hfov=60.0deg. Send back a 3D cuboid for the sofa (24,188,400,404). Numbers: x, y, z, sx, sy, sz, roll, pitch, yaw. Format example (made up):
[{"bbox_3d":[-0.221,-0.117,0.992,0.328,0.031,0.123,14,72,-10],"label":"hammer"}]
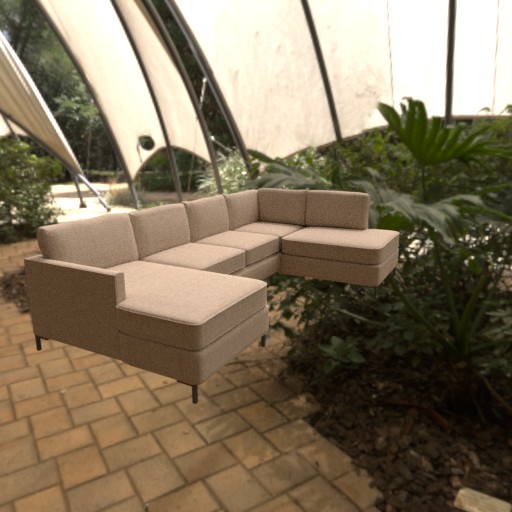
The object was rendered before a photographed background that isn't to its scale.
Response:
[{"bbox_3d":[0.000,0.000,4.226,2.021,0.996,3.423,7,16,28],"label":"sofa"}]
